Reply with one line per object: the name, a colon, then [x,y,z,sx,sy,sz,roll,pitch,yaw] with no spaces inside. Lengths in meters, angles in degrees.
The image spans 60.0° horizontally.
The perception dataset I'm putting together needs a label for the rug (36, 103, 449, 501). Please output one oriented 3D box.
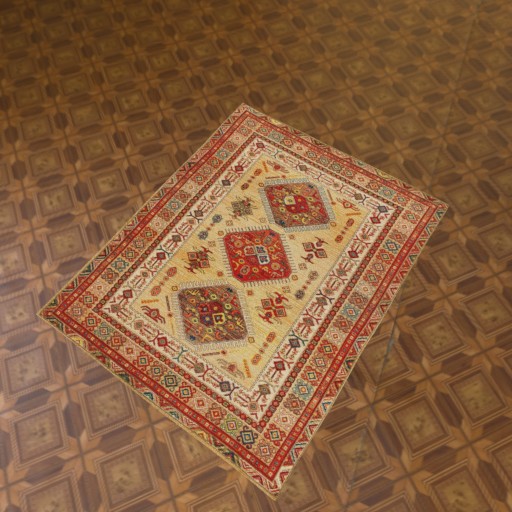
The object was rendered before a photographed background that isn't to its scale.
rug: [0.000,0.000,4.045,2.460,0.005,3.067,31,66,16]
